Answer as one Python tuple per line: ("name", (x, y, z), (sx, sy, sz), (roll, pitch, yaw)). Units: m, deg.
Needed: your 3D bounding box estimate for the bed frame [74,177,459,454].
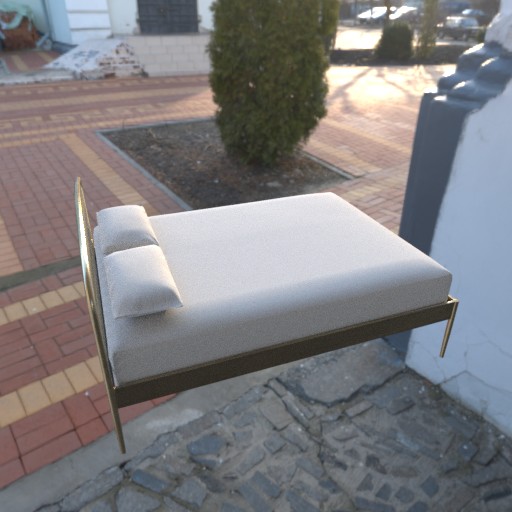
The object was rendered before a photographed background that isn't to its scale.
("bed frame", (0.000, 0.000, 3.065), (2.152, 1.175, 1.612), (-10, 31, -18))
